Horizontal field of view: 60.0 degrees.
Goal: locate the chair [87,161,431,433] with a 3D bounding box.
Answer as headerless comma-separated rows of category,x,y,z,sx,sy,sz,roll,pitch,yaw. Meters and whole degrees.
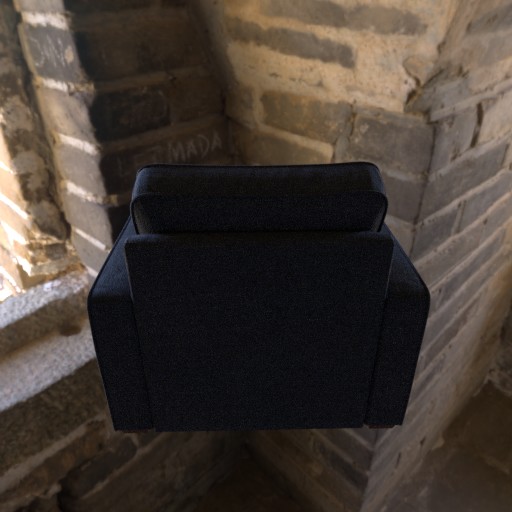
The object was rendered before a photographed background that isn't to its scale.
chair,0.000,0.000,1.704,1.017,0.919,0.940,-1,29,-1
